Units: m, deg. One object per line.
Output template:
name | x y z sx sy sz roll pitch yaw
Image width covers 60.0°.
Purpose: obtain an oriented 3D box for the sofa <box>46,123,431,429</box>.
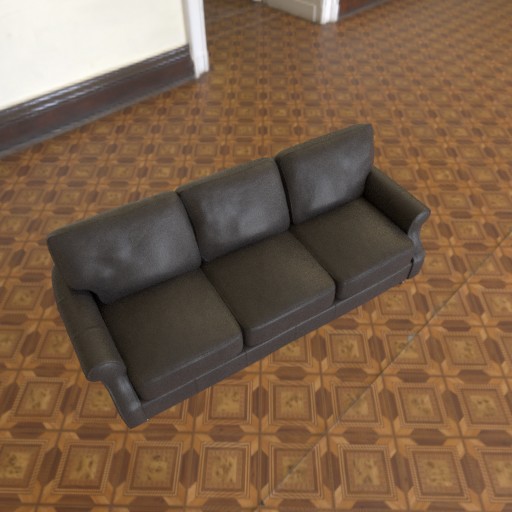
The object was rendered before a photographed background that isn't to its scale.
sofa | 0.000 0.000 2.856 2.387 0.977 0.974 -24 51 -21
